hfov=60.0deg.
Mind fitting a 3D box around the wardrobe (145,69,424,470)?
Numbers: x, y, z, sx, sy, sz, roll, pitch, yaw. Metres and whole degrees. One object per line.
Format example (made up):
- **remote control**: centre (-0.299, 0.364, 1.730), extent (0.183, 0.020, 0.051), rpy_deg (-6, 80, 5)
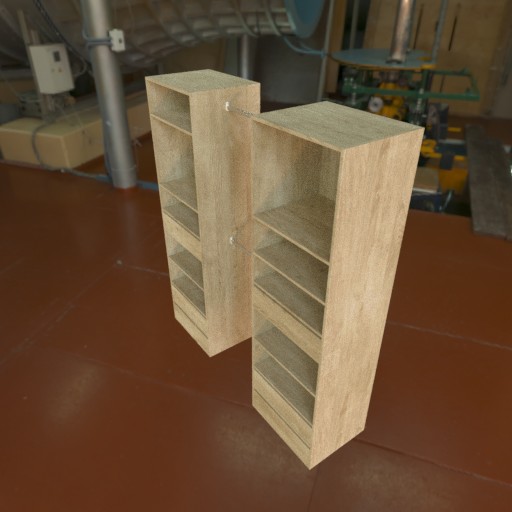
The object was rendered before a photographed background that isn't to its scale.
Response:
- **wardrobe**: centre (0.000, 0.000, 2.895), extent (0.480, 2.000, 1.770), rpy_deg (-21, 38, -30)
